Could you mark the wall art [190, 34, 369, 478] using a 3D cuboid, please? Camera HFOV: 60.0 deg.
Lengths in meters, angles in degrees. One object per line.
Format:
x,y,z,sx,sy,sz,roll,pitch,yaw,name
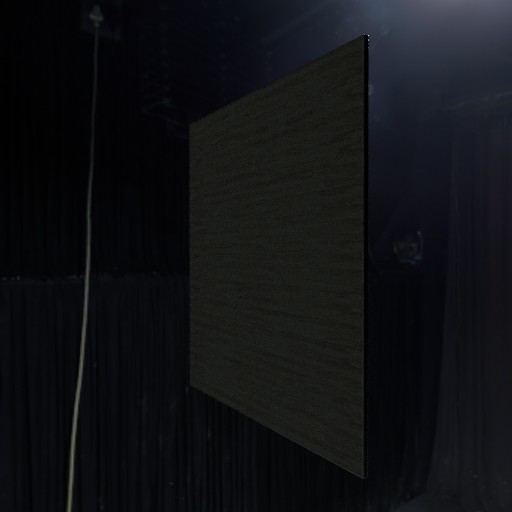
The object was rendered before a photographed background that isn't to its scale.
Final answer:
0.000,0.000,0.755,0.009,0.559,0.483,0,1,-35,wall art
